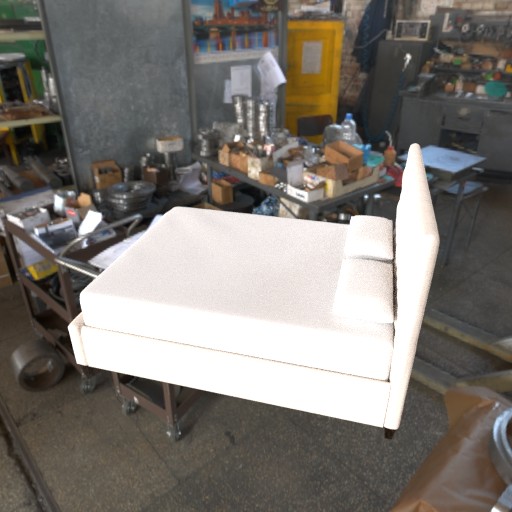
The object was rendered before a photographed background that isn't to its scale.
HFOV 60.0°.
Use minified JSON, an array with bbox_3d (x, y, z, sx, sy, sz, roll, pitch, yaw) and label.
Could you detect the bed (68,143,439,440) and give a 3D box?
[{"bbox_3d":[0.000,0.000,3.341,2.233,1.426,1.696,7,30,13],"label":"bed"}]
